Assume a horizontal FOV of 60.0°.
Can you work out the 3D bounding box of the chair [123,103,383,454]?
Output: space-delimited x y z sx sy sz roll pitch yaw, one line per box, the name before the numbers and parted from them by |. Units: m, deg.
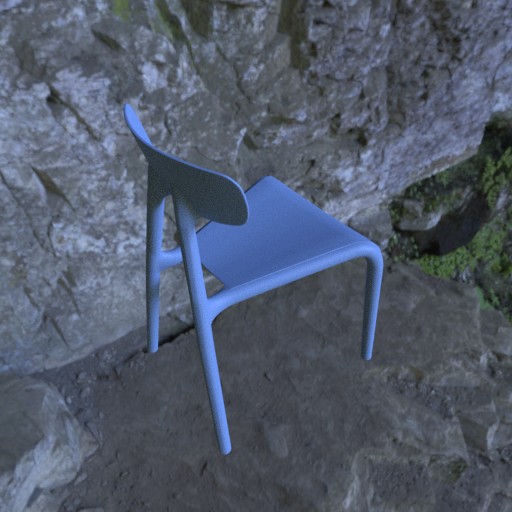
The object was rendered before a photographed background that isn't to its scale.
chair | 0.000 0.000 0.836 0.401 0.580 0.356 -27 48 -27
